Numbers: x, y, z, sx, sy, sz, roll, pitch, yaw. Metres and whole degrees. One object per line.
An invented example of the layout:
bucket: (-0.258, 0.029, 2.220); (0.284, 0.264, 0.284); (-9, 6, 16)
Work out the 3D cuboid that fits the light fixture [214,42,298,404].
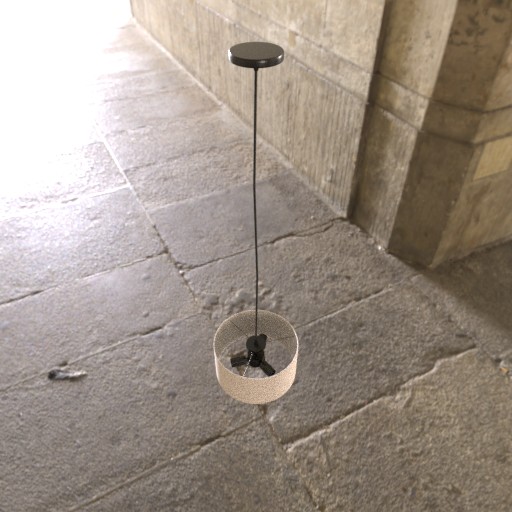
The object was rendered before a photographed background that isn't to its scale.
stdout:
light fixture: (0.000, 0.000, 1.718); (0.399, 1.516, 0.399); (0, 42, 0)
